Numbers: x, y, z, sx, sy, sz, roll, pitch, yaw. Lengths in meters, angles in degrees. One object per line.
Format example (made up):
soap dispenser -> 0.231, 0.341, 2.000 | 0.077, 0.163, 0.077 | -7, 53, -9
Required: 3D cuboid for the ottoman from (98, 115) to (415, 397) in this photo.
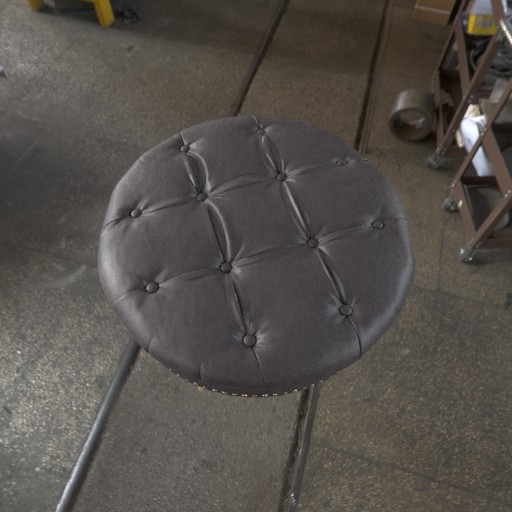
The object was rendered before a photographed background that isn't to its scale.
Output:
ottoman -> 0.000, 0.000, 1.381 | 0.901, 0.439, 0.901 | 0, 58, 0
